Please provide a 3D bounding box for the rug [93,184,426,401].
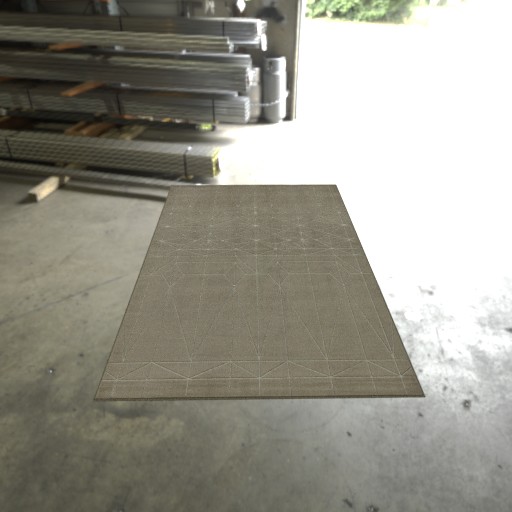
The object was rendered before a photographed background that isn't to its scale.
[{"bbox_3d":[0.000,0.000,3.057,1.524,0.012,2.438,0,32,-1],"label":"rug"}]
